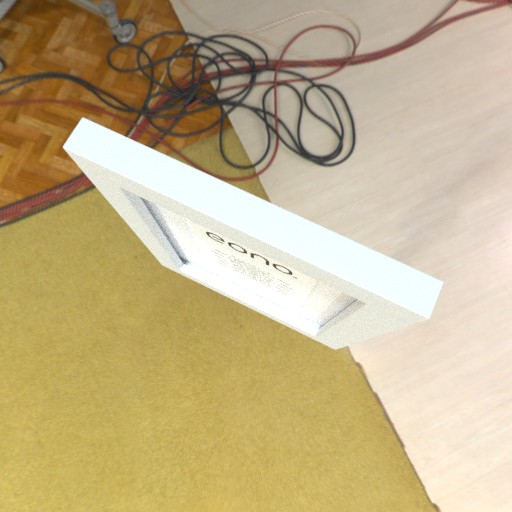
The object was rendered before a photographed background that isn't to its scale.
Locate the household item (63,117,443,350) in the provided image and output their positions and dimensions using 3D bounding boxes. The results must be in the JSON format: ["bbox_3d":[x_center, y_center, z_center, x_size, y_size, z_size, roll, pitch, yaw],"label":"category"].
[{"bbox_3d":[0.000,0.000,0.341,0.200,0.250,0.045,25,76,7],"label":"household item"}]
